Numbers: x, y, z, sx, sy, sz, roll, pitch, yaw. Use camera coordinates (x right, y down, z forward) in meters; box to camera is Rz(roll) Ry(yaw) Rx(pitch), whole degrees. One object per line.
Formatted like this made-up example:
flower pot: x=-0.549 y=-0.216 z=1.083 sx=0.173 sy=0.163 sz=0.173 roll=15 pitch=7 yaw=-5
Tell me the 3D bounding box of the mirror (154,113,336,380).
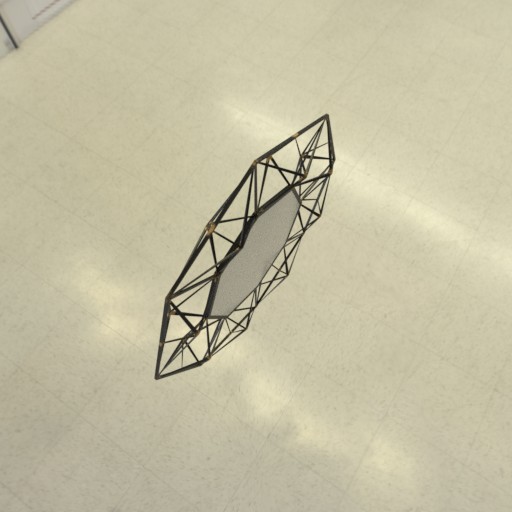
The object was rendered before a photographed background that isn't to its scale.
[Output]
mirror: x=0.000 y=0.000 z=1.050 sx=0.094 sy=0.710 sz=0.710 roll=33 pitch=68 yaw=15
